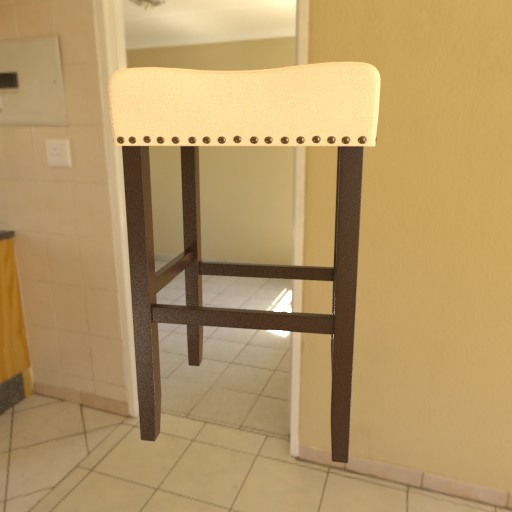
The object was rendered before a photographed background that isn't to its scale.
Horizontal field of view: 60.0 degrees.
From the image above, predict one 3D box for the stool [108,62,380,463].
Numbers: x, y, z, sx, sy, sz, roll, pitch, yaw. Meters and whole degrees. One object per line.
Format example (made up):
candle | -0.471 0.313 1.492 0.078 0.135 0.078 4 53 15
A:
stool | 0.000 0.000 1.016 0.471 0.762 0.401 2 15 9
